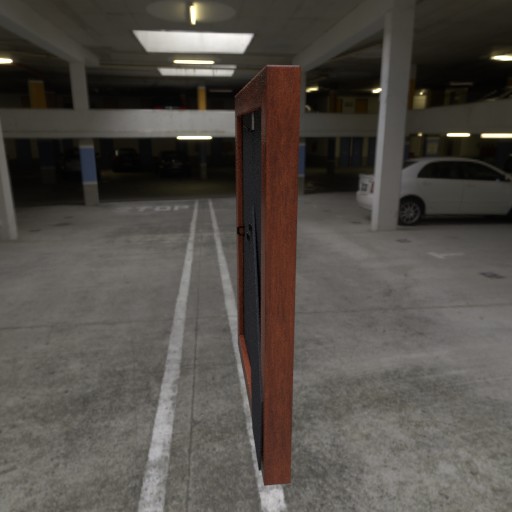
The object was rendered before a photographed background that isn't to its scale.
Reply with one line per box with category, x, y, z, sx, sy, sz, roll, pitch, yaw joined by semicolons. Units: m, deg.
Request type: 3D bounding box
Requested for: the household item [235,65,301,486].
household item;0.000;0.000;0.347;0.020;0.250;0.200;-2;16;-7
